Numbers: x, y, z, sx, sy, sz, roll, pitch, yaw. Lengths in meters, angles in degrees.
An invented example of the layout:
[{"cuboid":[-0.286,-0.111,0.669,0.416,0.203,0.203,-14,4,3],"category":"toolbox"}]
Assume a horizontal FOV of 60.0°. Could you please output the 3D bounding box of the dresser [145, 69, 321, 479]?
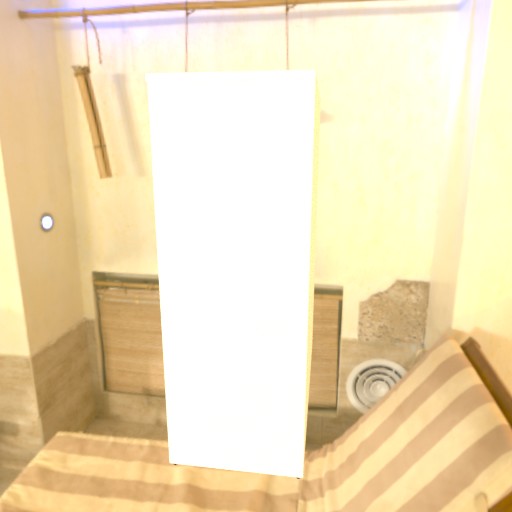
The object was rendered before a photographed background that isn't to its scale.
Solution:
[{"cuboid":[0.000,0.000,1.480,0.380,1.040,0.800,2,15,8],"category":"dresser"}]
